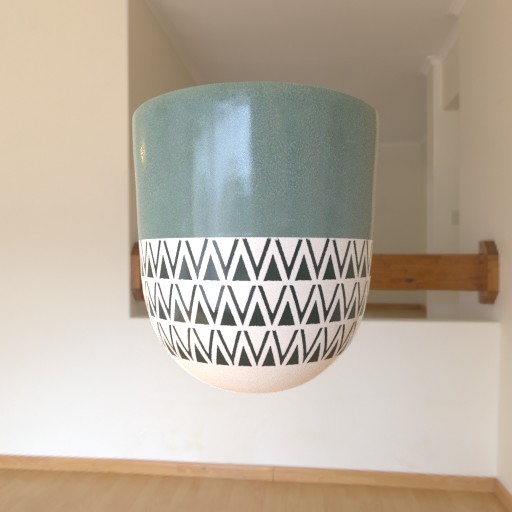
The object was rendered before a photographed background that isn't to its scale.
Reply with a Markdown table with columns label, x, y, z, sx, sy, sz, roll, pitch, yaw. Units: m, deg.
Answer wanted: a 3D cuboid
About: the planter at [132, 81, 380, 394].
| label | x | y | z | sx | sy | sz | roll | pitch | yaw |
| --- | --- | --- | --- | --- | --- | --- | --- | --- | --- |
| planter | 0.000 | 0.000 | 0.369 | 0.198 | 0.214 | 0.198 | 0 | 0 | 0 |
